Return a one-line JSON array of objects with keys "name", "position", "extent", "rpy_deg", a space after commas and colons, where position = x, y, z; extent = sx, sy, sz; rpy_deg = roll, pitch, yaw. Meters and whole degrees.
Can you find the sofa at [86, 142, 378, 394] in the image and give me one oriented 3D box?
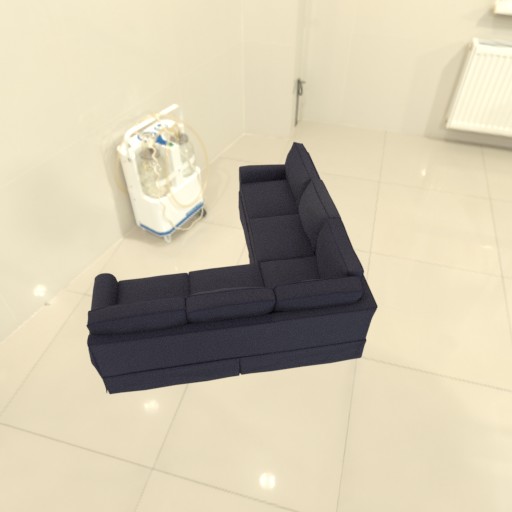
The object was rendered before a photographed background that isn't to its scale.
[{"name": "sofa", "position": [0.000, 0.000, 5.105], "extent": [2.874, 1.169, 3.773], "rpy_deg": [16, 48, 15]}]
